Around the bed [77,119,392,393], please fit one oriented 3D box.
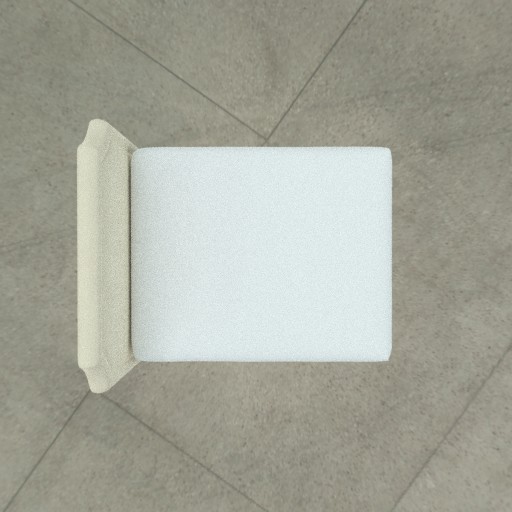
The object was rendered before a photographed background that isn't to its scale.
[{"bbox_3d":[0.000,0.000,3.345,2.209,1.296,1.827,0,91,0],"label":"bed"}]
